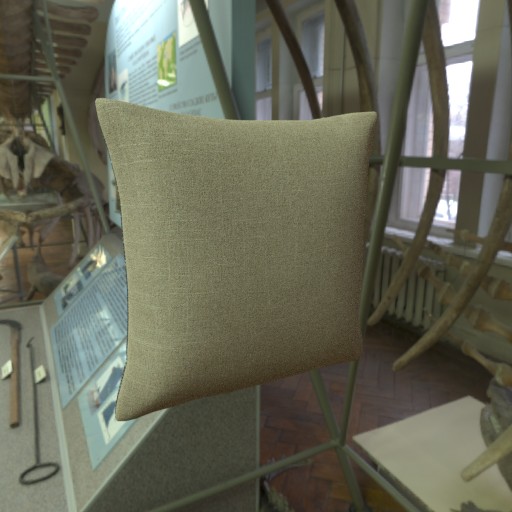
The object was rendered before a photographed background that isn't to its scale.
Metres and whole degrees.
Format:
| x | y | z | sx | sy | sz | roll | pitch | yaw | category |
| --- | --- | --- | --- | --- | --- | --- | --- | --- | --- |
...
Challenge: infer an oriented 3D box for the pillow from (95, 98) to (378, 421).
| x | y | z | sx | sy | sz | roll | pitch | yaw | category |
| --- | --- | --- | --- | --- | --- | --- | --- | --- | --- |
| 0.000 | 0.000 | 0.663 | 0.435 | 0.428 | 0.148 | -7 | 14 | -27 | pillow |
